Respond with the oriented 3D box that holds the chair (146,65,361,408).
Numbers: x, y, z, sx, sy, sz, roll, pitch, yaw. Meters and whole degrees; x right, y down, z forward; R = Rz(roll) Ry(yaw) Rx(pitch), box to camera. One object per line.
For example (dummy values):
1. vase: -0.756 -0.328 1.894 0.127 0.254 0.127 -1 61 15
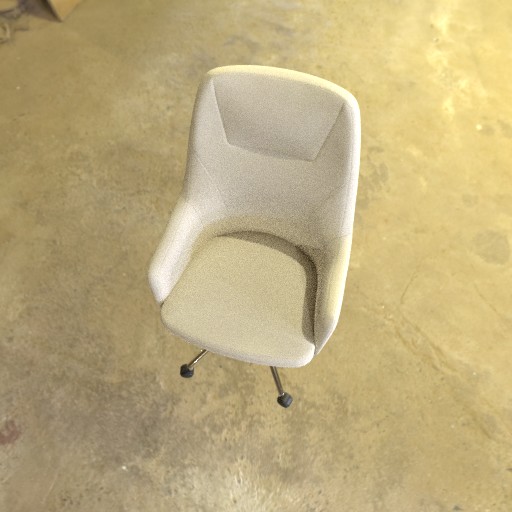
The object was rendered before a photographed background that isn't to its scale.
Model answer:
1. chair: 0.000 0.000 1.483 0.620 1.049 0.640 14 58 9
